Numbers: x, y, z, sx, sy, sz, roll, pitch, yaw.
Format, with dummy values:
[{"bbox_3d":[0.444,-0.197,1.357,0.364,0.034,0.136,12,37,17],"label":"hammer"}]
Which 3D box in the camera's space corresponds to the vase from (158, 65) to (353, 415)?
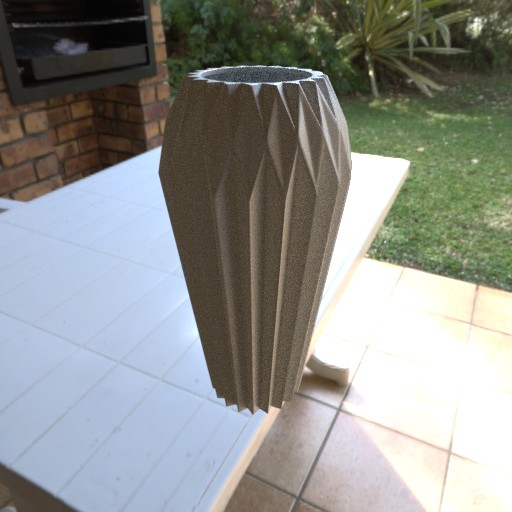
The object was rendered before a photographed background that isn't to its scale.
[{"bbox_3d":[0.000,0.000,0.343,0.133,0.263,0.133,0,30,0],"label":"vase"}]
